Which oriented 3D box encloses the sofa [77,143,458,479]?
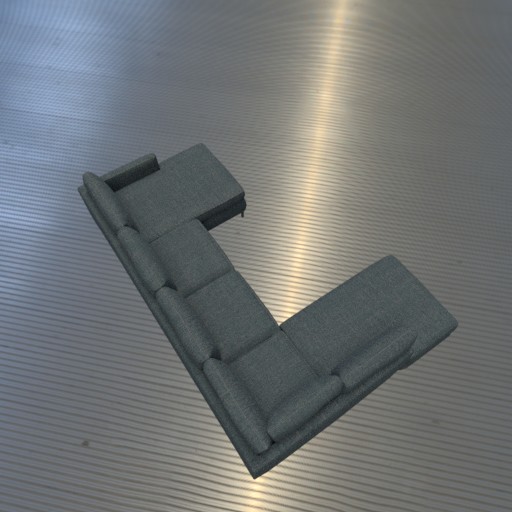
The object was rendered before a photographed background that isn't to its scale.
[{"bbox_3d":[0.000,0.000,3.634,1.879,0.753,2.737,-30,63,-17],"label":"sofa"}]
